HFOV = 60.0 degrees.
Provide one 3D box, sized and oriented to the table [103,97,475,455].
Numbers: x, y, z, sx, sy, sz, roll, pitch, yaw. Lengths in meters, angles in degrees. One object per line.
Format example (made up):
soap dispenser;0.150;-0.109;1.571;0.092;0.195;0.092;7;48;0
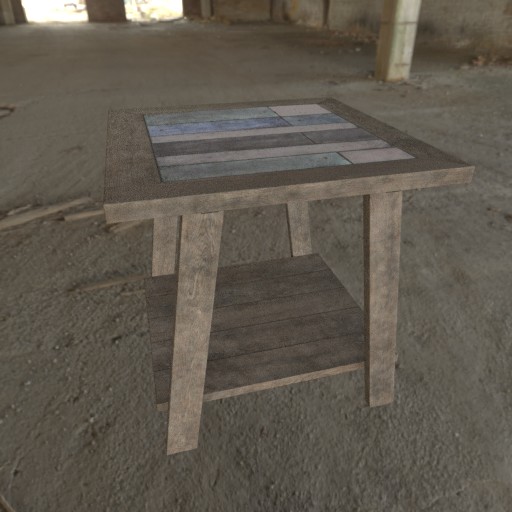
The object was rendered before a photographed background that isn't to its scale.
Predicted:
table;0.000;0.000;1.096;0.610;0.610;0.610;-8;32;-13
